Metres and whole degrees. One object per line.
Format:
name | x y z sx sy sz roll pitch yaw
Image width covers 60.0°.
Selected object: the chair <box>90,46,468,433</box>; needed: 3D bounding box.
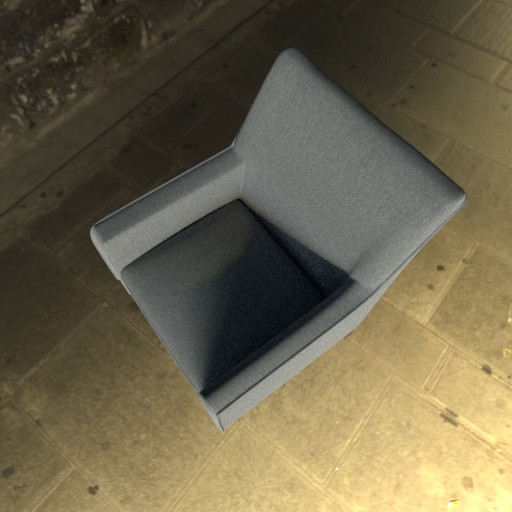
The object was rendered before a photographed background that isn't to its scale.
chair | 0.000 0.000 1.604 0.899 0.919 0.780 -33 67 -16
